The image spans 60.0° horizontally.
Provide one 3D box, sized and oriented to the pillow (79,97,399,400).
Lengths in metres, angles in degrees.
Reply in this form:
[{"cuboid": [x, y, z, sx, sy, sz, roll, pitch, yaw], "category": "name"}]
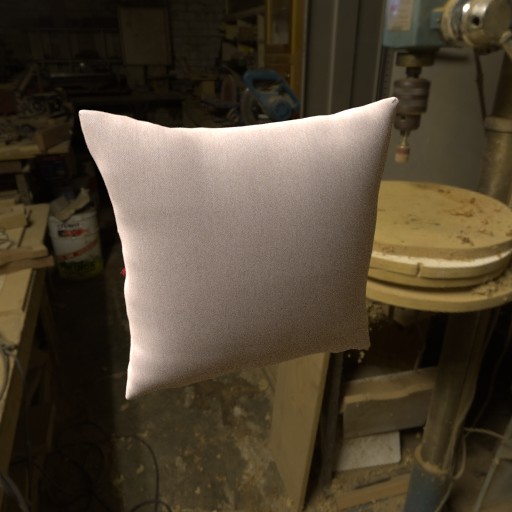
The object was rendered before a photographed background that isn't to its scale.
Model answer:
[{"cuboid": [0.000, 0.000, 0.667, 0.433, 0.436, 0.173, -8, 27, -15], "category": "pillow"}]
